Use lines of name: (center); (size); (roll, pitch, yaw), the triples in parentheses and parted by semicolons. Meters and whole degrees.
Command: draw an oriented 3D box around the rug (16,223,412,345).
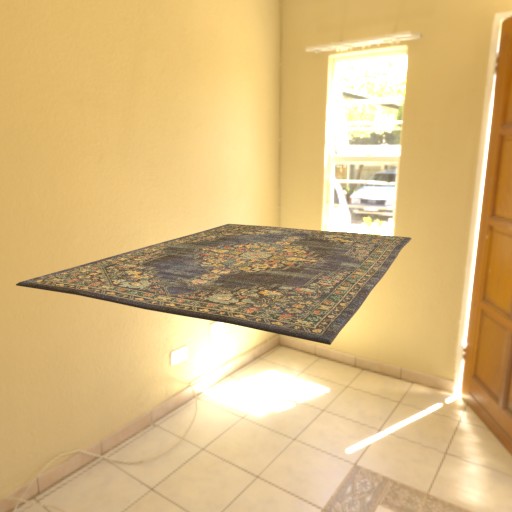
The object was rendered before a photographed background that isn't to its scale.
rug: (0.000, 0.000, 4.692); (2.716, 0.035, 3.612); (6, 14, 25)
